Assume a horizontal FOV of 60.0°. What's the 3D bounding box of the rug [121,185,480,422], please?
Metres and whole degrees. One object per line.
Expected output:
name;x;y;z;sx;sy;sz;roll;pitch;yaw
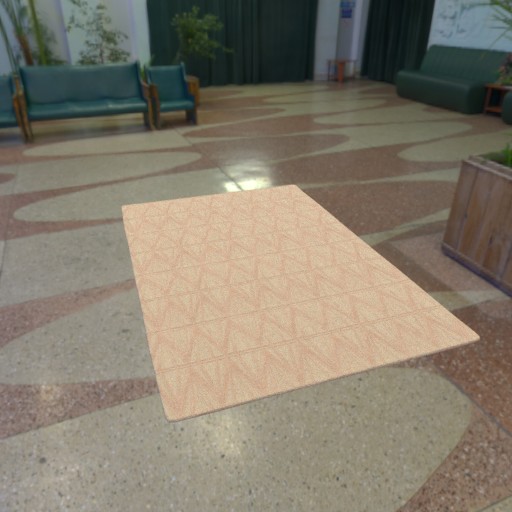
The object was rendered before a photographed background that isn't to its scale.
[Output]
rug;0.000;0.000;2.991;1.609;0.015;2.390;-10;31;-17
